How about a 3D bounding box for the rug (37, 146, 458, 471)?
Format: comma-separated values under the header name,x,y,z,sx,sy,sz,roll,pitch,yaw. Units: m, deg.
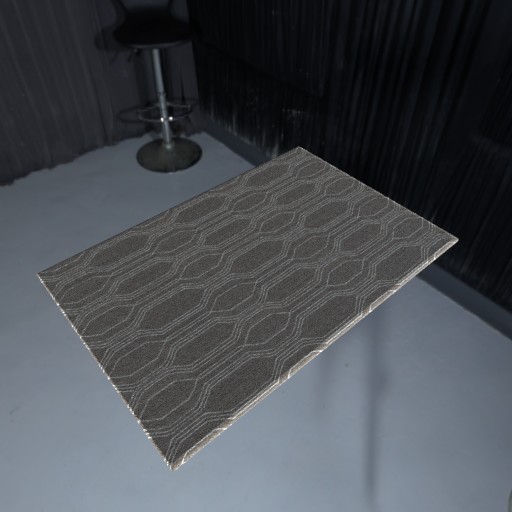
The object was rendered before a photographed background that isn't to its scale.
name,x,y,z,sx,sy,sz,roll,pitch,yaw
rug,0.000,0.000,2.308,1.836,0.012,1.239,-31,53,-27
